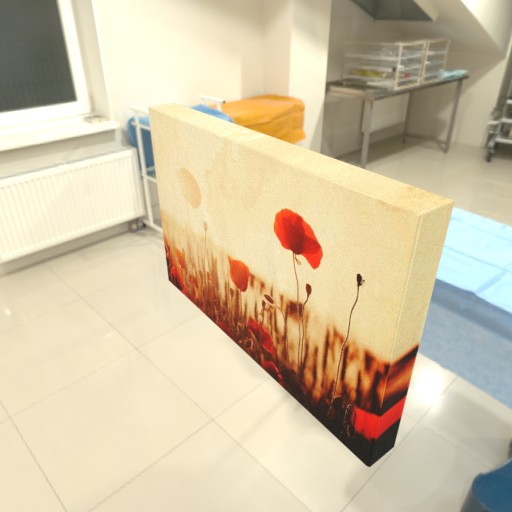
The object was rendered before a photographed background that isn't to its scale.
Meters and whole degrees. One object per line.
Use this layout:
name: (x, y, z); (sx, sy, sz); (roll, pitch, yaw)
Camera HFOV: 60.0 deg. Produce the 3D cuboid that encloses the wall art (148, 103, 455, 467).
wall art: (0.000, 0.000, 0.475); (0.037, 0.251, 0.383); (-21, 37, -31)
